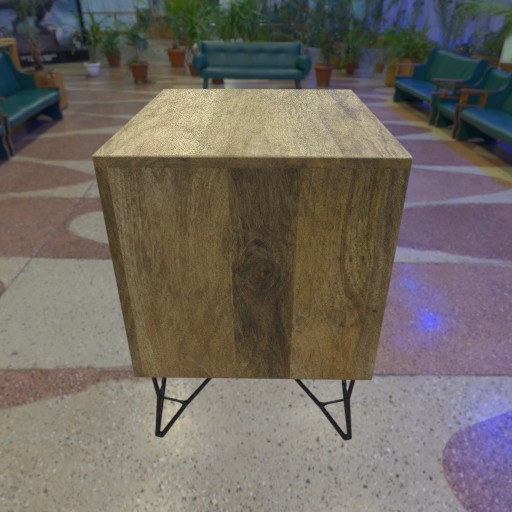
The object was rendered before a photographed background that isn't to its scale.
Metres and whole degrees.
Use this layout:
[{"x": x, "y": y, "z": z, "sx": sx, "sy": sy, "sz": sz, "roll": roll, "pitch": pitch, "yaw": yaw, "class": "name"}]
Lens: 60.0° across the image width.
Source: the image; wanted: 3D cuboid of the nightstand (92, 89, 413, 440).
[{"x": 0.000, "y": 0.000, "z": 0.892, "sx": 0.406, "sy": 0.559, "sz": 0.457, "roll": 1, "pitch": 30, "yaw": 1, "class": "nightstand"}]
